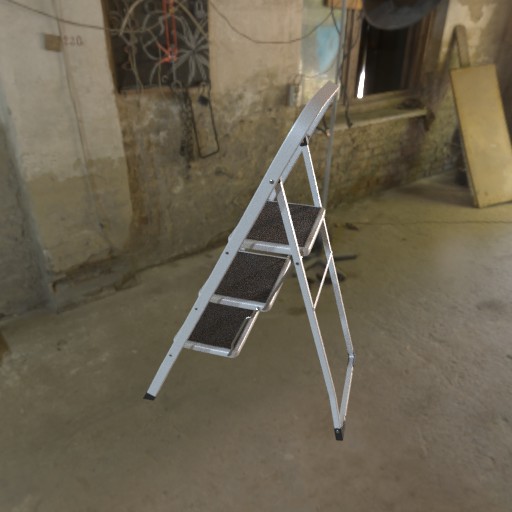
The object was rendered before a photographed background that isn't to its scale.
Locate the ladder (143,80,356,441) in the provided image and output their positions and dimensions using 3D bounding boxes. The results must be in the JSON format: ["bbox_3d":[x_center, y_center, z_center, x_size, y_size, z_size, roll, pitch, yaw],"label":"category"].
[{"bbox_3d":[0.000,0.000,1.432,0.711,1.050,0.460,9,31,15],"label":"ladder"}]
